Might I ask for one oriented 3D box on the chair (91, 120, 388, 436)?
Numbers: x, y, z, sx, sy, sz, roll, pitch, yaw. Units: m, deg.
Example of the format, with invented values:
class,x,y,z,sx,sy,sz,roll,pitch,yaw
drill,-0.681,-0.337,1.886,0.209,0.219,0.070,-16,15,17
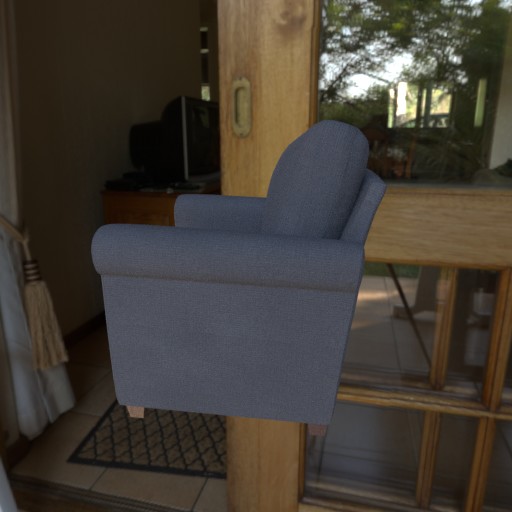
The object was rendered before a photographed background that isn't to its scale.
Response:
class,x,y,z,sx,sy,sz,roll,pitch,yaw
chair,0.000,0.000,1.637,0.828,0.942,0.867,2,15,9
